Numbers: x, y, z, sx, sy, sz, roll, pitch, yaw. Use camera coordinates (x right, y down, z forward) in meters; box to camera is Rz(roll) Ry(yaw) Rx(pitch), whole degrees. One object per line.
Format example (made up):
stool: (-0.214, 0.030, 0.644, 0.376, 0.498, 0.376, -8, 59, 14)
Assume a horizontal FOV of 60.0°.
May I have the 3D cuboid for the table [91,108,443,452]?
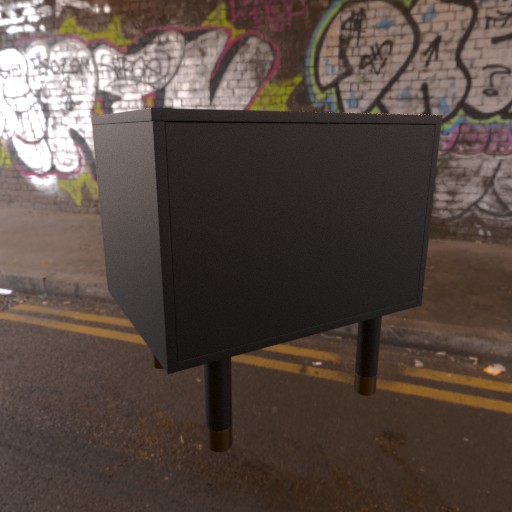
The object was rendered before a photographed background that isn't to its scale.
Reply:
table: (0.000, 0.000, 0.970, 0.564, 0.584, 0.441, -9, 18, -28)
